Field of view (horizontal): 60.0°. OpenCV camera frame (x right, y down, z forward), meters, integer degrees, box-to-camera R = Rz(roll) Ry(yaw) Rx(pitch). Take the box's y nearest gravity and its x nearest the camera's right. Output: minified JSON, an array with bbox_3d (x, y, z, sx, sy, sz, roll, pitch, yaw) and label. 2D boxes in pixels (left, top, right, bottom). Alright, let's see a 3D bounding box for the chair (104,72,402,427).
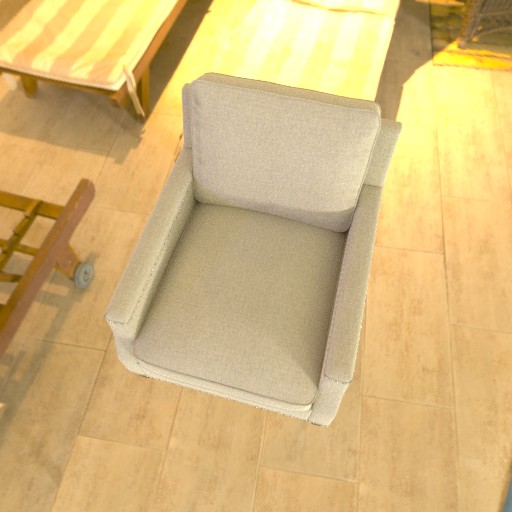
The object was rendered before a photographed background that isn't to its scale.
[{"bbox_3d":[0.000,0.000,1.715,0.853,0.943,1.014,13,61,8],"label":"chair"}]
